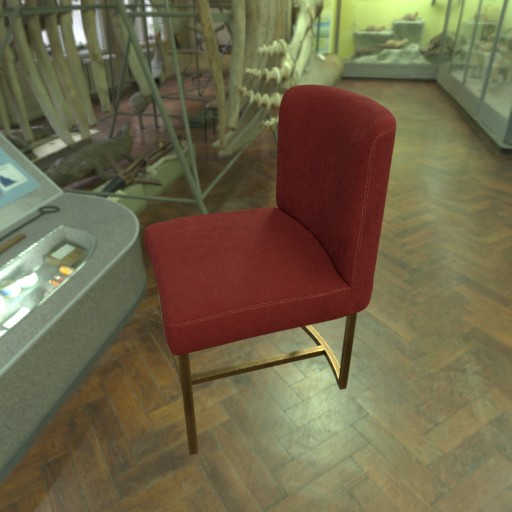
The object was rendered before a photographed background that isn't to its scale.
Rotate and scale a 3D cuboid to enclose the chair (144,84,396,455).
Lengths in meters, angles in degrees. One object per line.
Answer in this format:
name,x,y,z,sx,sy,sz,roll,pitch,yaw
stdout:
chair,0.000,0.000,1.210,0.560,0.824,0.530,-9,31,-15
